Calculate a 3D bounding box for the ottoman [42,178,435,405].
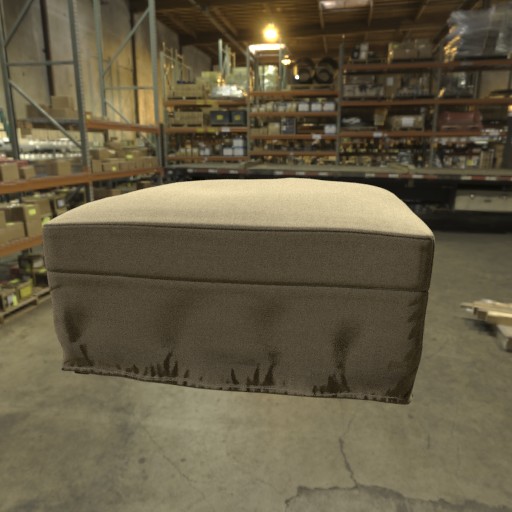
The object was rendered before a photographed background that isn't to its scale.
[{"bbox_3d":[0.000,0.000,1.319,0.843,0.436,0.840,2,14,10],"label":"ottoman"}]
